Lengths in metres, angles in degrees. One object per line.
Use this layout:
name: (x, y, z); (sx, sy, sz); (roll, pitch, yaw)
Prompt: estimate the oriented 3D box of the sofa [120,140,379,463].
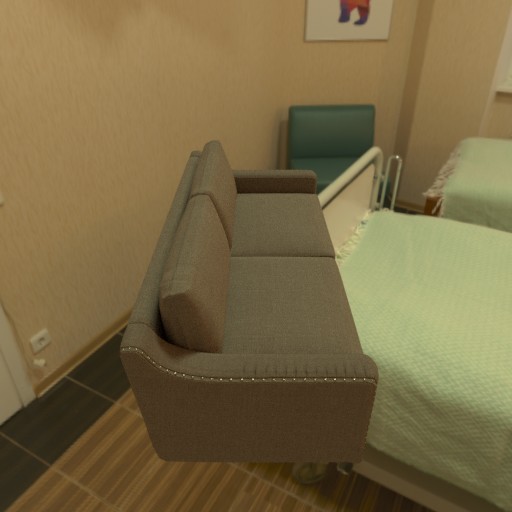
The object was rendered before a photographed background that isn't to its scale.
sofa: (0.000, 0.000, 2.669); (1.000, 0.857, 2.208); (0, 32, 0)
